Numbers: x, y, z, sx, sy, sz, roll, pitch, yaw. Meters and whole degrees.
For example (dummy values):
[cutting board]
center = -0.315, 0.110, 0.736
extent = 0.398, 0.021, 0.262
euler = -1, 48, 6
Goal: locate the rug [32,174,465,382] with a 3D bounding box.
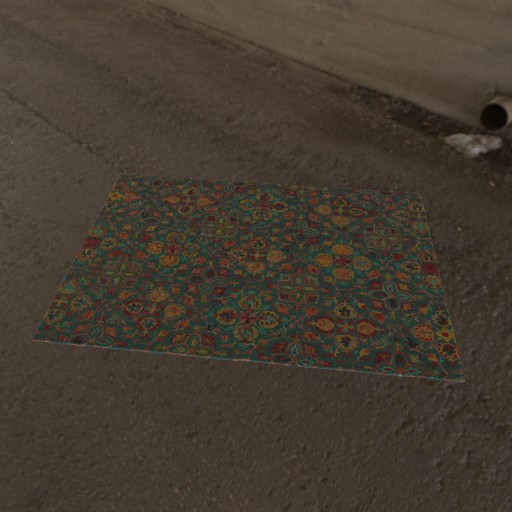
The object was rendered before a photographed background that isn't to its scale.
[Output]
[rug]
center = 0.000, 0.000, 2.844
extent = 2.290, 0.016, 1.527
euler = 4, 46, 4
